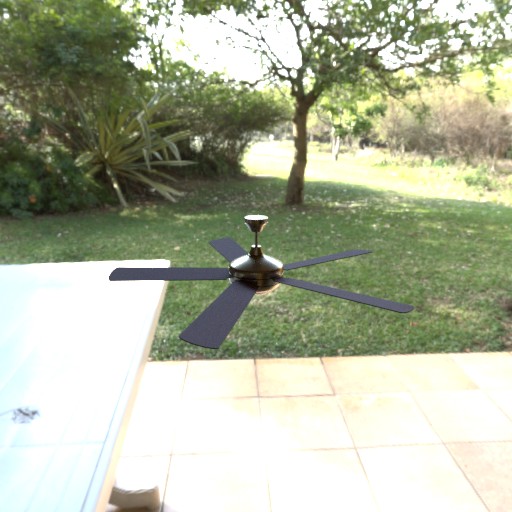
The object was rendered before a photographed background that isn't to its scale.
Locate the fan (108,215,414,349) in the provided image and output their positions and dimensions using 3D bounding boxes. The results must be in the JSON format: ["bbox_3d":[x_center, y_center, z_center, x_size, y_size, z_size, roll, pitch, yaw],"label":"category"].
[{"bbox_3d":[0.000,0.000,2.003,1.321,0.356,1.321,-3,17,-9],"label":"fan"}]
